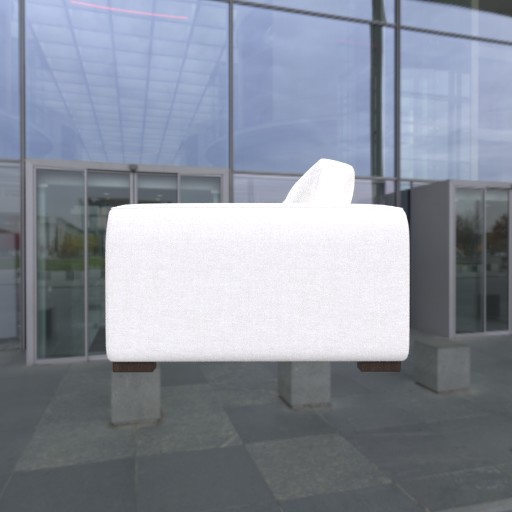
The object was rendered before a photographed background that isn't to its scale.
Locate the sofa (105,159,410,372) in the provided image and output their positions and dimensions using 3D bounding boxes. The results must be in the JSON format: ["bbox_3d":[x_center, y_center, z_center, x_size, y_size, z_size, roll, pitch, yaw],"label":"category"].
[{"bbox_3d":[0.000,0.000,2.460,1.069,0.801,1.920,0,0,-1],"label":"sofa"}]
